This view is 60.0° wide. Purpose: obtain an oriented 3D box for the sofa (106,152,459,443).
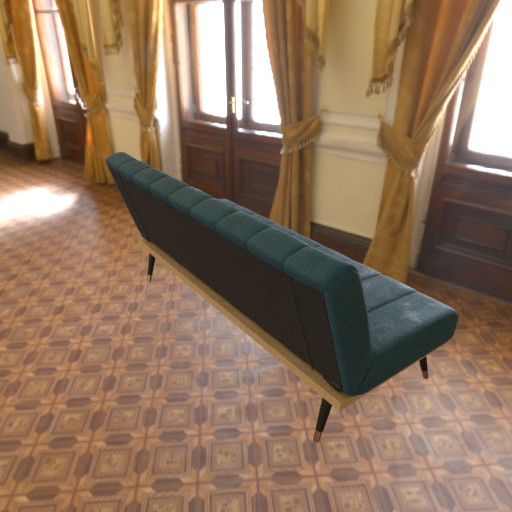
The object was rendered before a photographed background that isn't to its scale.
[{"bbox_3d":[0.000,0.000,2.273,0.830,0.825,1.810,-18,31,-32],"label":"sofa"}]
